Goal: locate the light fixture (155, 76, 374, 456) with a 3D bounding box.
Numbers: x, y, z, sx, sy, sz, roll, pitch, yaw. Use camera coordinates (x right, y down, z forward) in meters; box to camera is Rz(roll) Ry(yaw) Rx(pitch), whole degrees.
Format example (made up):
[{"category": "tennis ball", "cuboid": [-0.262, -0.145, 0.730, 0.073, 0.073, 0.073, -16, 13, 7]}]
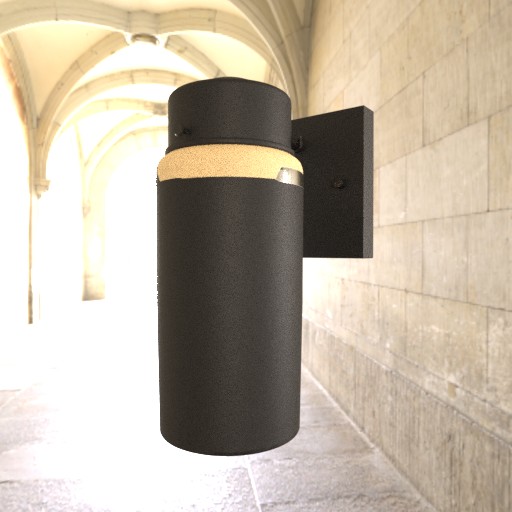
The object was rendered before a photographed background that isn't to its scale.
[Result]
[{"category": "light fixture", "cuboid": [0.000, 0.000, 0.362, 0.130, 0.257, 0.176, 1, 1, 37]}]
